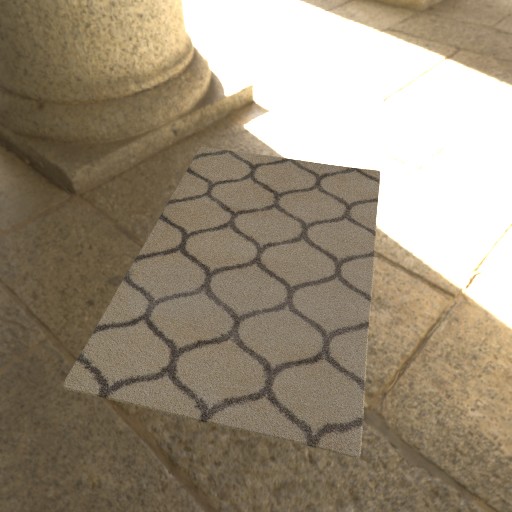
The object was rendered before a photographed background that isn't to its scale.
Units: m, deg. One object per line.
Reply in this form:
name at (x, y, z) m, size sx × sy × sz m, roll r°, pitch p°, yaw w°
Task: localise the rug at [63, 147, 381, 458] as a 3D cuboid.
rug at (0.000, 0.000, 3.452) m, size 1.801 × 0.026 × 2.701 m, roll 10°, pitch 47°, yaw 9°
